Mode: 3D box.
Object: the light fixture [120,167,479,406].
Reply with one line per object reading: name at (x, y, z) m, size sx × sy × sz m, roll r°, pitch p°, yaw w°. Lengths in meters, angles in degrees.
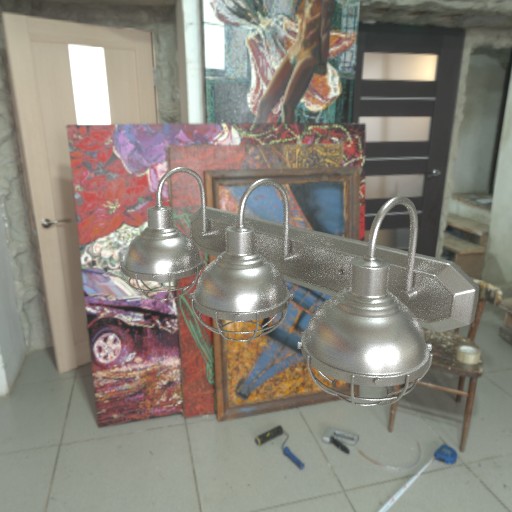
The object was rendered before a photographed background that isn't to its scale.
light fixture at (0.000, 0.000, 0.741) m, size 0.229 × 0.254 × 0.634 m, roll -16°, pitch 24°, yaw -42°
